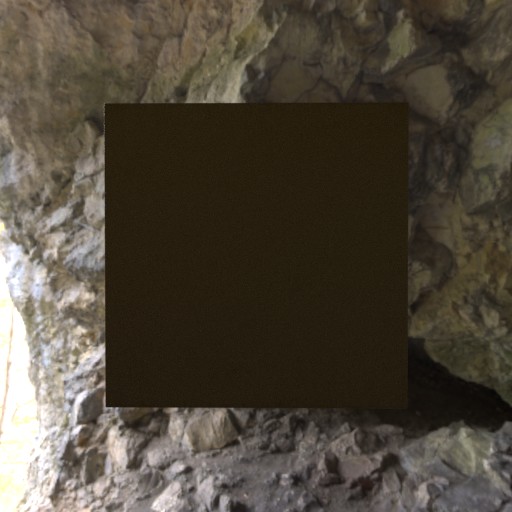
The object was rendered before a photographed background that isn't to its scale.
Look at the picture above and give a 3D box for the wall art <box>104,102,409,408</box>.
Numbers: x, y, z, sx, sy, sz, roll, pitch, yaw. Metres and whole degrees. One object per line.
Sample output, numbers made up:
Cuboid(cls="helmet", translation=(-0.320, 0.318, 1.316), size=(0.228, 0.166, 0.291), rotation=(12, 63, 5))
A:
Cuboid(cls="wall art", translation=(0.000, 0.000, 0.749), size=(0.503, 0.506, 0.030), rotation=(0, 1, 1))
